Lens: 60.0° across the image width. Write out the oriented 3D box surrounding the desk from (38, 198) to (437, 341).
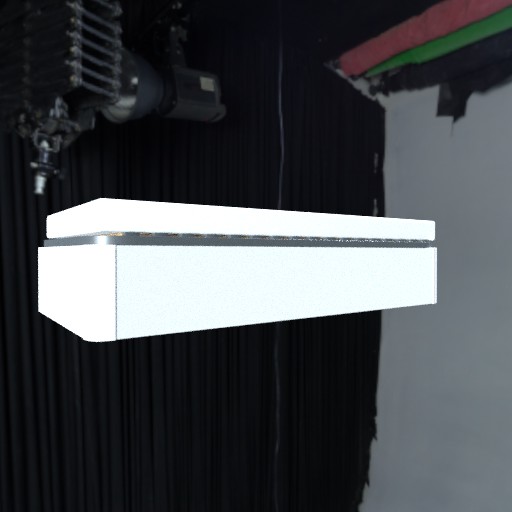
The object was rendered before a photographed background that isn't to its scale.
[{"bbox_3d":[0.000,0.000,2.288,1.900,0.526,0.900,0,1,-35],"label":"desk"}]
